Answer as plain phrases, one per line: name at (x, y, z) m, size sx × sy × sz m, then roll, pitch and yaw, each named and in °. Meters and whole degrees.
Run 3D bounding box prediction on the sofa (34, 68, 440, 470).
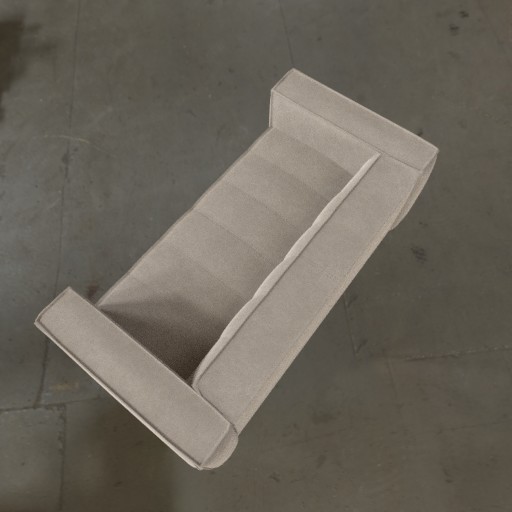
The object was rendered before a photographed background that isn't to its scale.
sofa at (0.000, 0.000, 2.447) m, size 1.038 × 0.680 × 1.995 m, roll 35°, pitch 69°, yaw 15°
